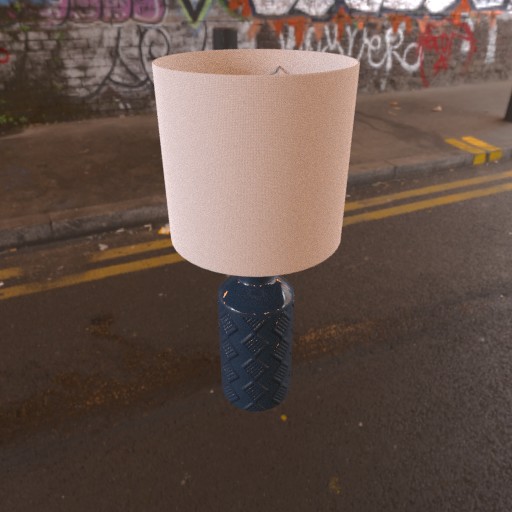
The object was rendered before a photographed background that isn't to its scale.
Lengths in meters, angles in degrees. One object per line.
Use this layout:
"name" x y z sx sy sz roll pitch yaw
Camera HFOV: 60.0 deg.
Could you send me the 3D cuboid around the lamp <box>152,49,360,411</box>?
"lamp" 0.000 0.000 0.565 0.207 0.461 0.207 9 32 14
